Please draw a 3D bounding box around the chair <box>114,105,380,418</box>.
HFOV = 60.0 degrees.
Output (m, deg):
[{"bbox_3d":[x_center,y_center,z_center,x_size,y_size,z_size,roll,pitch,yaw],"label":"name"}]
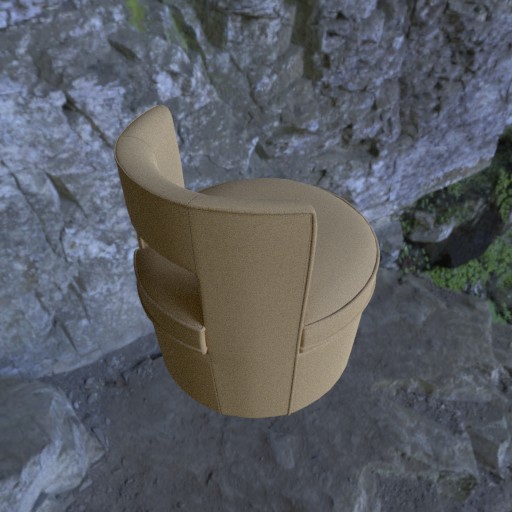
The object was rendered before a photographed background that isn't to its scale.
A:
[{"bbox_3d":[0.000,0.000,1.232,0.665,0.723,0.650,-25,46,-27],"label":"chair"}]
